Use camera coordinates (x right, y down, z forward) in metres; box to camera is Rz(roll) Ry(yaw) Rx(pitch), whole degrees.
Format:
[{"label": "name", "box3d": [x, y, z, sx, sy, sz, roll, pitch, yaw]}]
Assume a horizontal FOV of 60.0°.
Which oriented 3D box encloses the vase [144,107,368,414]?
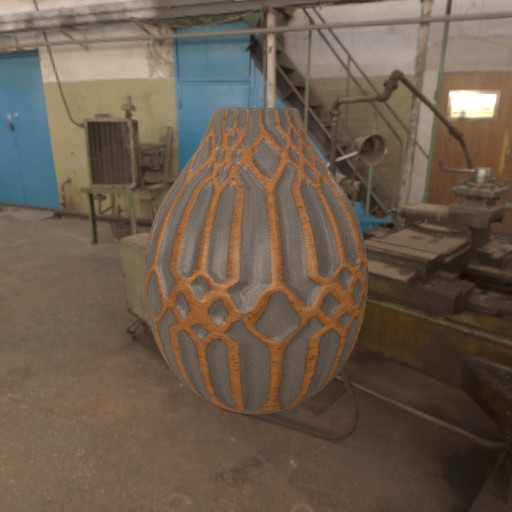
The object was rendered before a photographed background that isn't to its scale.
[{"label": "vase", "box3d": [0.000, 0.000, 0.138, 0.069, 0.088, 0.069, 0, 18, 0]}]
